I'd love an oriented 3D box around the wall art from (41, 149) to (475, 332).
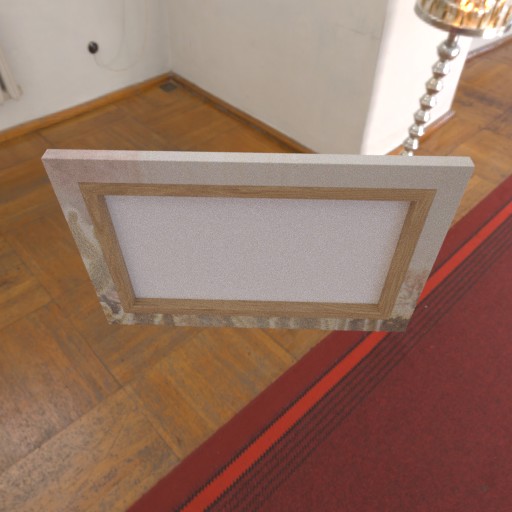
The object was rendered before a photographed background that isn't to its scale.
[{"bbox_3d":[0.000,0.000,1.166,0.916,0.608,0.040,1,46,1],"label":"wall art"}]
